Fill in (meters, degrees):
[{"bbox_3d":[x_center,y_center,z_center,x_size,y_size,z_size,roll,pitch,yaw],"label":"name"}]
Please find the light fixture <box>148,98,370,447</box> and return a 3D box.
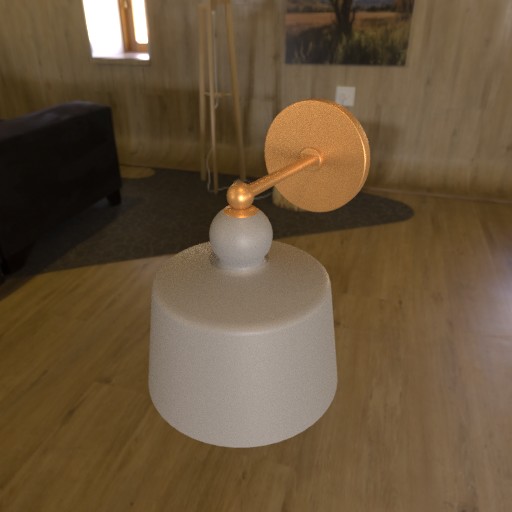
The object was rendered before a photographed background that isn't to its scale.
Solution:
[{"bbox_3d":[0.000,0.000,0.444,0.204,0.268,0.254,17,33,29],"label":"light fixture"}]
